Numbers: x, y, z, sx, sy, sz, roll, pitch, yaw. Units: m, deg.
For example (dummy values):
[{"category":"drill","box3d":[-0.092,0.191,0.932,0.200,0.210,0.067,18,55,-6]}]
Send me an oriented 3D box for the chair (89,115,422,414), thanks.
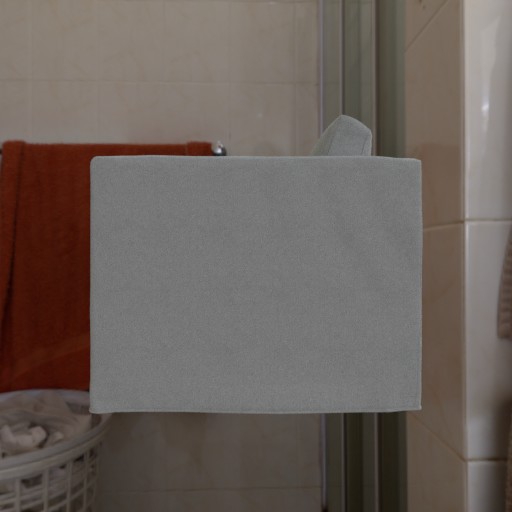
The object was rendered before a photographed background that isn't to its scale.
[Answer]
[{"category":"chair","box3d":[0.000,0.000,1.725,0.949,0.863,1.057,0,0,0]}]
